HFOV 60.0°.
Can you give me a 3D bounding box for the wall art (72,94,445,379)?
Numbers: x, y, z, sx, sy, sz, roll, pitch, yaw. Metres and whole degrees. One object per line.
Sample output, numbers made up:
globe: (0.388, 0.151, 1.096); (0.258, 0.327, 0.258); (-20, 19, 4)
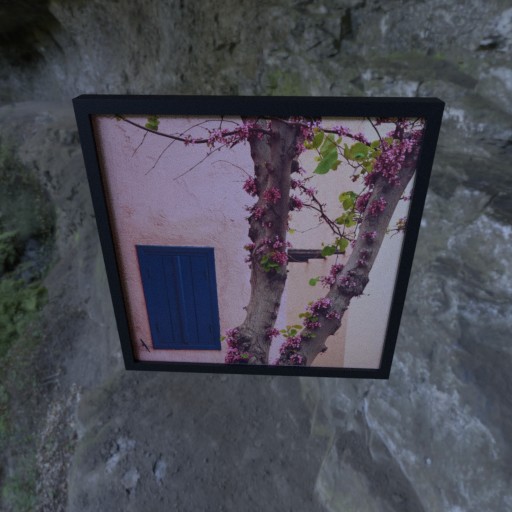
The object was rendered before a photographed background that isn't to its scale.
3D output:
wall art: (0.000, 0.000, 0.745); (0.508, 0.508, 0.038); (1, 30, 2)
